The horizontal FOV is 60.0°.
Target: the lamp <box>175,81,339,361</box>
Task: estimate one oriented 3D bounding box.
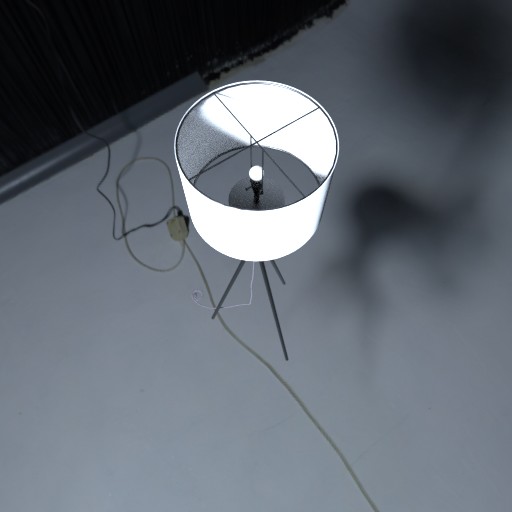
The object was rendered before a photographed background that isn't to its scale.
[{"bbox_3d":[0.000,0.000,1.916,0.522,1.624,0.667,-32,69,-14],"label":"lamp"}]
